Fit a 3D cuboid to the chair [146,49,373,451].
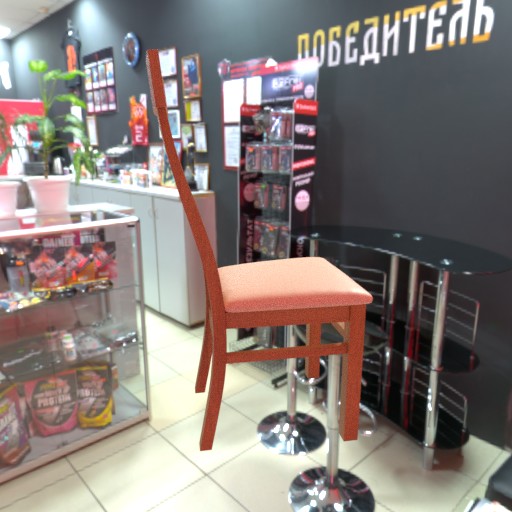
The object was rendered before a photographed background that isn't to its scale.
[{"bbox_3d":[0.000,0.000,1.339,0.580,1.050,0.450,-2,14,-10],"label":"chair"}]
